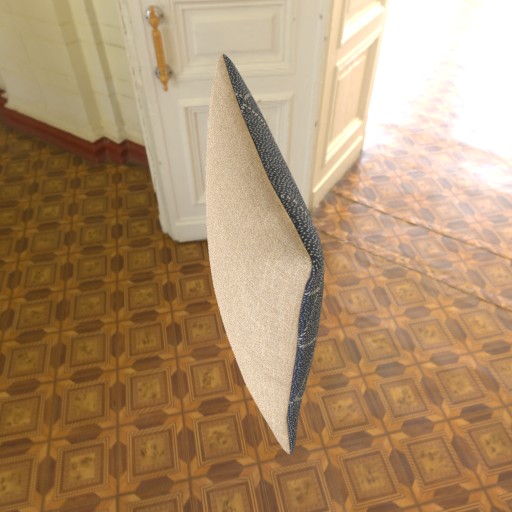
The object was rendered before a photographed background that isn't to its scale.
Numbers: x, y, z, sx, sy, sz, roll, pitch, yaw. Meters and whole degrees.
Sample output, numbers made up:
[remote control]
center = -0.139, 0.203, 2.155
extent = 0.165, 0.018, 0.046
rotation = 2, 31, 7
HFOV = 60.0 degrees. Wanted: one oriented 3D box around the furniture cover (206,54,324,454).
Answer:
[furniture cover]
center = 0.000, 0.000, 0.774
extent = 0.162, 0.503, 0.511
rotation = -9, 47, -9
